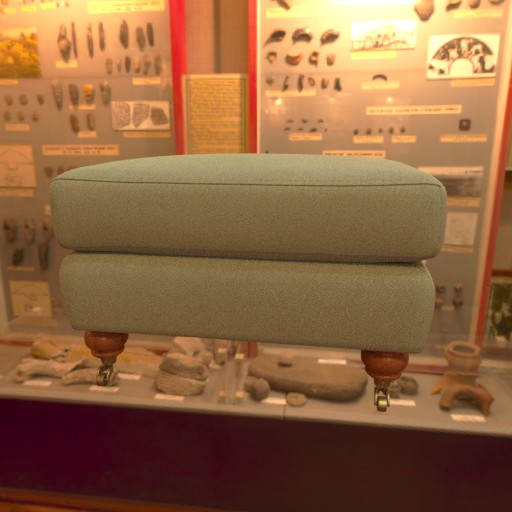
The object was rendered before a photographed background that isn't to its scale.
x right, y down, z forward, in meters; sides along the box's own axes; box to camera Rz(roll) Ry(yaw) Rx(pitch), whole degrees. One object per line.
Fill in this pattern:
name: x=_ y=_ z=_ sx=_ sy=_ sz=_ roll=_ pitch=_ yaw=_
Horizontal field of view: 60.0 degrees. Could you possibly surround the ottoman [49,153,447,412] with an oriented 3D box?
ottoman: x=0.000 y=0.000 z=1.117 sx=0.773 sy=0.499 sz=0.569 roll=2 pitch=15 yaw=9
